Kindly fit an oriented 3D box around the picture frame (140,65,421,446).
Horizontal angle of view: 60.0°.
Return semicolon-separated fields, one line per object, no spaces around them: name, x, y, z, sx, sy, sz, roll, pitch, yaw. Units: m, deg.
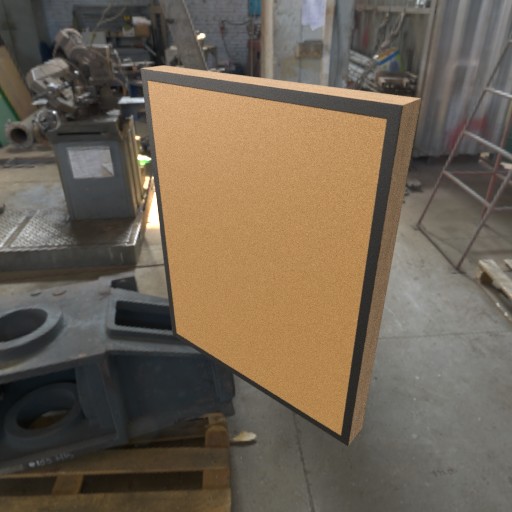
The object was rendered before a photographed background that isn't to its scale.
picture frame;0.000;0.000;0.707;0.421;0.526;0.046;23;37;34
